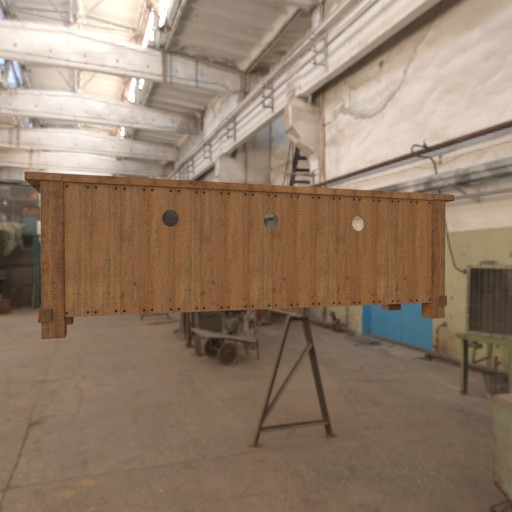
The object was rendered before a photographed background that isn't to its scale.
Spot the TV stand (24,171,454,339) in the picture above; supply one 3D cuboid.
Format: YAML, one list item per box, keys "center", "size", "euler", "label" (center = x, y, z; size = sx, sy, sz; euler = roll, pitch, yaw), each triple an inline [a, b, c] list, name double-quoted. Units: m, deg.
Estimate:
- center: [0.000, 0.000, 1.998]
  size: [1.804, 0.573, 0.453]
  euler: [0, 0, -18]
  label: "TV stand"
